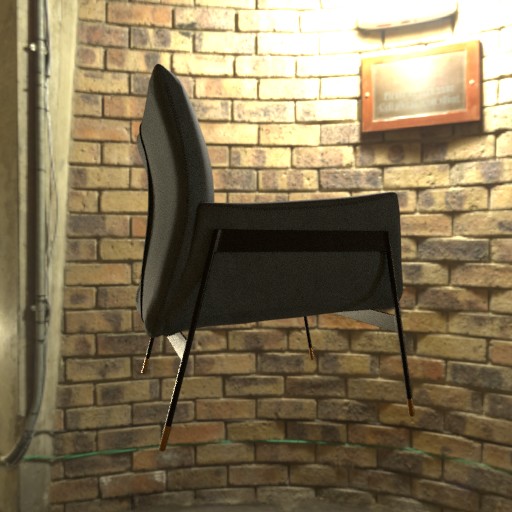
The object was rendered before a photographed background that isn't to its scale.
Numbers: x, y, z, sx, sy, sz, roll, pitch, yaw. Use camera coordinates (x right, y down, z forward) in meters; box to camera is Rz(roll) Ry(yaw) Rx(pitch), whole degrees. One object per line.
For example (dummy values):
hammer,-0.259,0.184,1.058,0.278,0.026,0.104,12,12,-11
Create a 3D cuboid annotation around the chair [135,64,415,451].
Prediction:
chair,0.000,0.000,1.383,0.709,0.858,0.678,0,1,-18
